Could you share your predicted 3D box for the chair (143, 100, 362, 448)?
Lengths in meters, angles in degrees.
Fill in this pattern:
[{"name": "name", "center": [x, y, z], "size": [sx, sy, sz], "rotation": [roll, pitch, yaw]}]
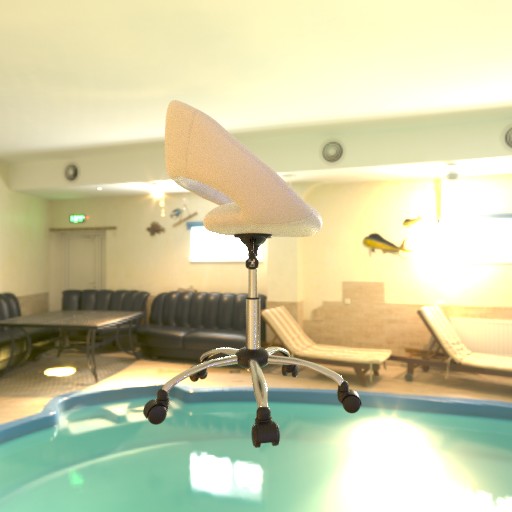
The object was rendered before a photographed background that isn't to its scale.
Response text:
[{"name": "chair", "center": [0.000, 0.000, 1.198], "size": [0.538, 0.791, 0.612], "rotation": [0, 0, 0]}]
